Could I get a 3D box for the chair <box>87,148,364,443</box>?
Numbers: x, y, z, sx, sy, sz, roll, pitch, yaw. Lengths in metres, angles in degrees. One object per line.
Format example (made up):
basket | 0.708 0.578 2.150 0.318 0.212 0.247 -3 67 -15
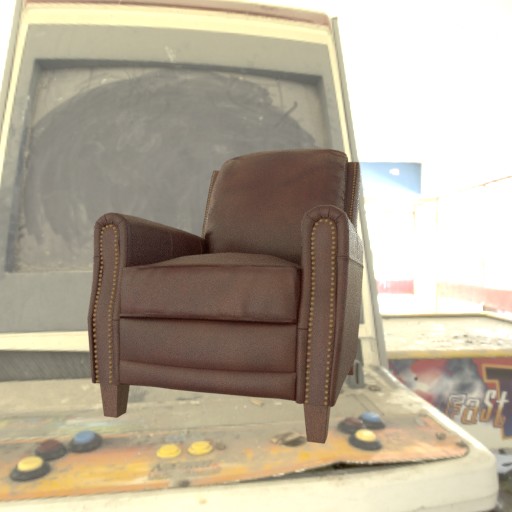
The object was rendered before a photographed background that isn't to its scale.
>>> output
chair | 0.000 0.000 1.756 0.826 1.022 1.089 0 0 18
